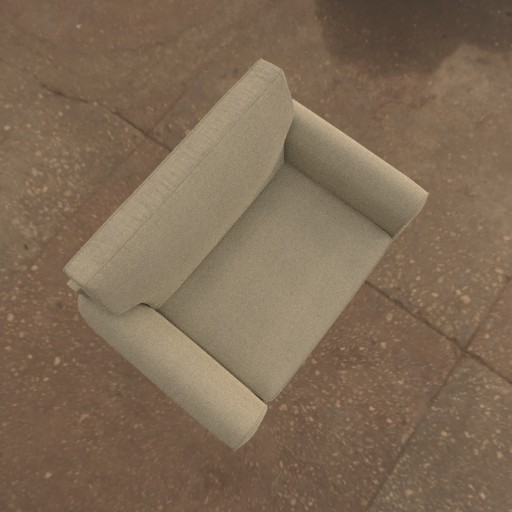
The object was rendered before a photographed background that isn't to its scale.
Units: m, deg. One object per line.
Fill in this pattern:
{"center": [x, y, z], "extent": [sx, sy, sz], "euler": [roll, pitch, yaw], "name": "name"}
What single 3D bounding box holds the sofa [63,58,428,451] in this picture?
{"center": [0.000, 0.000, 2.057], "extent": [0.936, 0.991, 1.405], "euler": [38, 78, 9], "name": "sofa"}
